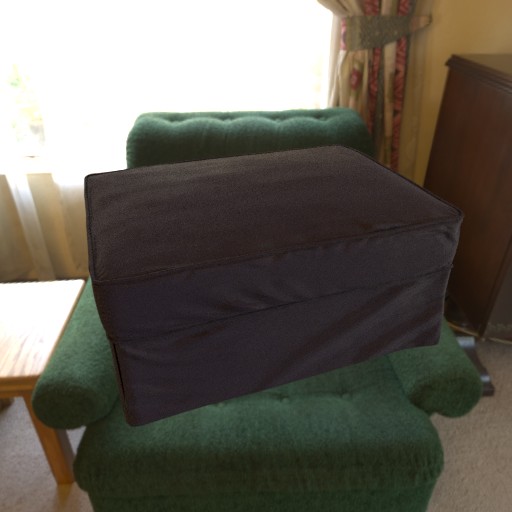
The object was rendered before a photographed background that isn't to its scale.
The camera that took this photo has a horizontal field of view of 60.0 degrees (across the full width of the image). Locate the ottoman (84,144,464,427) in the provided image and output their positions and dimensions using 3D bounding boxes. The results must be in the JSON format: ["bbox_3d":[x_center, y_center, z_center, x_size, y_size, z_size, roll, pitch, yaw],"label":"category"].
[{"bbox_3d":[0.000,0.000,1.324,0.938,0.503,0.637,-11,33,-17],"label":"ottoman"}]
